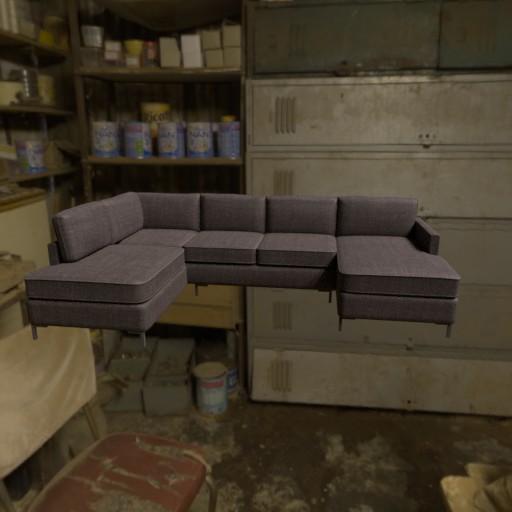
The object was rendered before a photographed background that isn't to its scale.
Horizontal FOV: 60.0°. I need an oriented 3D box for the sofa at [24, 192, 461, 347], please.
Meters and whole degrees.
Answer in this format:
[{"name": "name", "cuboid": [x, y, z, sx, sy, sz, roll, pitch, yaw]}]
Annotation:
[{"name": "sofa", "cuboid": [0.000, 0.000, 4.200, 3.423, 0.999, 2.048, 2, 16, 8]}]
